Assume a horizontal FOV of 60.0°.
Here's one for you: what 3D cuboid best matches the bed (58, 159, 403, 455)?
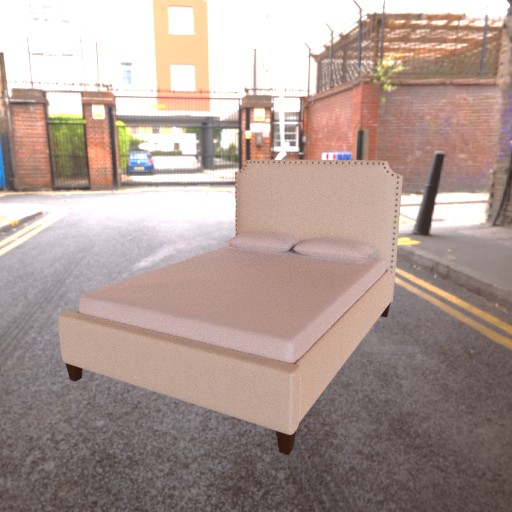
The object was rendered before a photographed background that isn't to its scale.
[{"bbox_3d":[0.000,0.000,3.456,1.712,1.443,2.372,7,15,28],"label":"bed"}]
